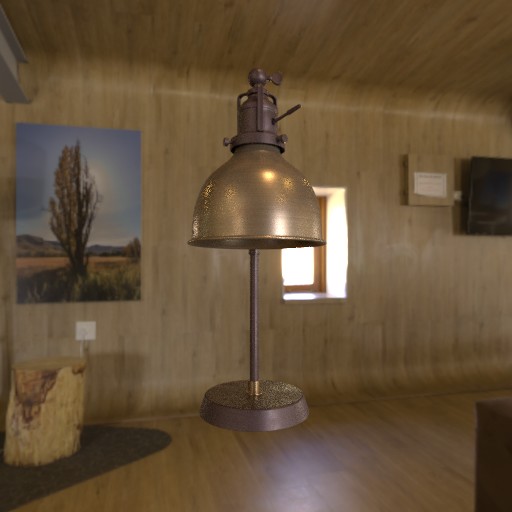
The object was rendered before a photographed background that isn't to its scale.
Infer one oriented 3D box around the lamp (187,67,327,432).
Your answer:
[{"bbox_3d":[0.000,0.000,0.608,0.175,0.469,0.298,0,-1,1],"label":"lamp"}]
